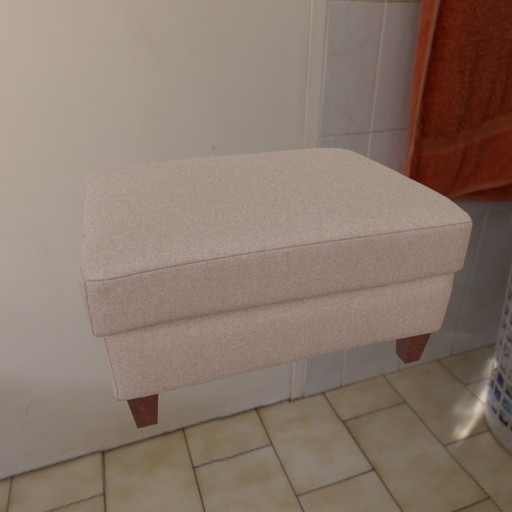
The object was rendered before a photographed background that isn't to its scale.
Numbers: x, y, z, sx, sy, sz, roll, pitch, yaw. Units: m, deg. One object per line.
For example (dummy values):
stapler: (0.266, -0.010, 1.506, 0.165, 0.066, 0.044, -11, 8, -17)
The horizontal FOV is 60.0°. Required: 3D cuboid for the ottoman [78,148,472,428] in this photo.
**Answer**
ottoman: (0.000, 0.000, 1.290, 0.902, 0.511, 0.692, -9, 29, -16)
